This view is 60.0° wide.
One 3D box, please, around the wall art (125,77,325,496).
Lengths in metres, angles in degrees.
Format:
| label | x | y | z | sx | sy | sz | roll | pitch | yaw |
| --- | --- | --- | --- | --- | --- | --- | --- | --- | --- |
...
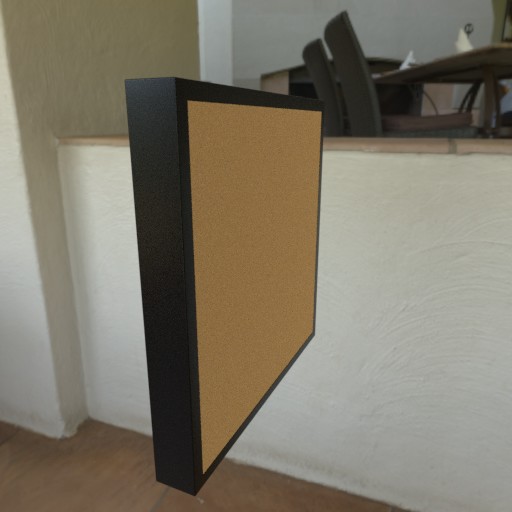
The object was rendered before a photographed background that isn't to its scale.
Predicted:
| label | x | y | z | sx | sy | sz | roll | pitch | yaw |
| --- | --- | --- | --- | --- | --- | --- | --- | --- | --- |
| wall art | 0.000 | 0.000 | 0.434 | 0.037 | 0.299 | 0.299 | 8 | 18 | 24 |
